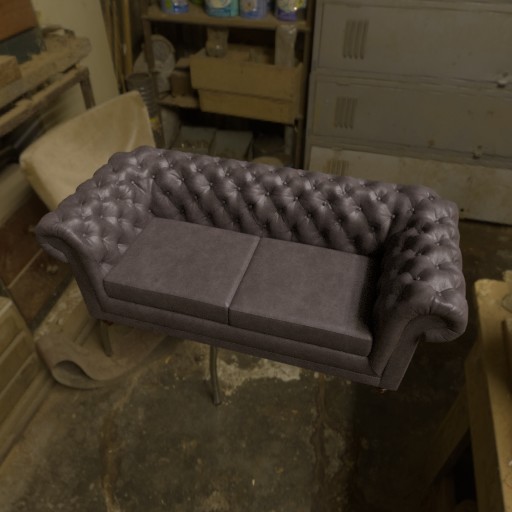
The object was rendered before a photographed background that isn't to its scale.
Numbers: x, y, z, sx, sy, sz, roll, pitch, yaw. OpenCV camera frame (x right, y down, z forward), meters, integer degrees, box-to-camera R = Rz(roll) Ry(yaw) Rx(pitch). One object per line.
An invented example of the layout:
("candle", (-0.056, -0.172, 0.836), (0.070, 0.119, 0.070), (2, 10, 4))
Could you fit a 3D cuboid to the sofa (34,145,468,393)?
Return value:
("sofa", (0.000, 0.000, 2.490), (2.048, 0.779, 0.944), (11, 43, 12))
